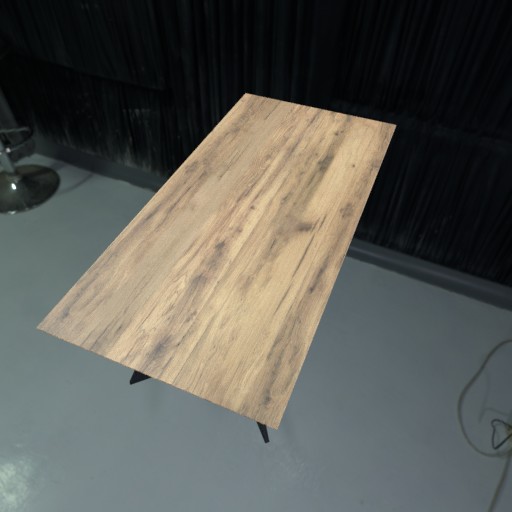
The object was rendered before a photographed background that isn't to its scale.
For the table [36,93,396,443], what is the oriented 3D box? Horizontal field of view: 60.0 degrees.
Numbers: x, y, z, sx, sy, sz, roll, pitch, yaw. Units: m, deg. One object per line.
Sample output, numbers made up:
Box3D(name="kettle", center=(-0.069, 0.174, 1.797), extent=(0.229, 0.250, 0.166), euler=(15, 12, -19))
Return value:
Box3D(name="table", center=(0.000, 0.000, 2.489), extent=(1.000, 0.770, 2.000), euler=(17, 50, 15))
